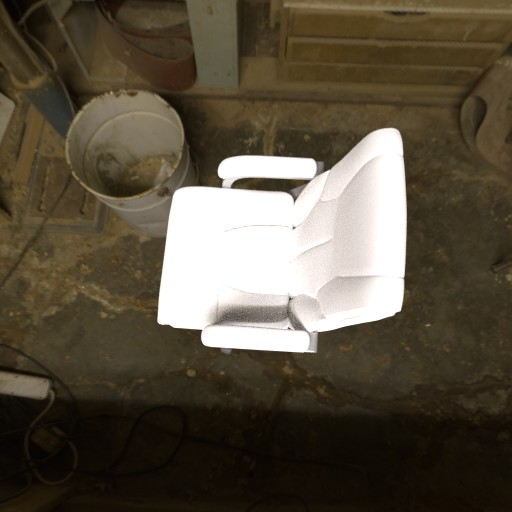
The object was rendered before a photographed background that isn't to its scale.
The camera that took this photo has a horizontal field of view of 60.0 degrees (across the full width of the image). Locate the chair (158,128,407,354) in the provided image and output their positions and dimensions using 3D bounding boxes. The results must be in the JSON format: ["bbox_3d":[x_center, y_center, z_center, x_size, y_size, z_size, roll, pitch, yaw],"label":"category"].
[{"bbox_3d":[0.000,0.000,1.607,0.738,1.120,0.687,4,76,1],"label":"chair"}]
